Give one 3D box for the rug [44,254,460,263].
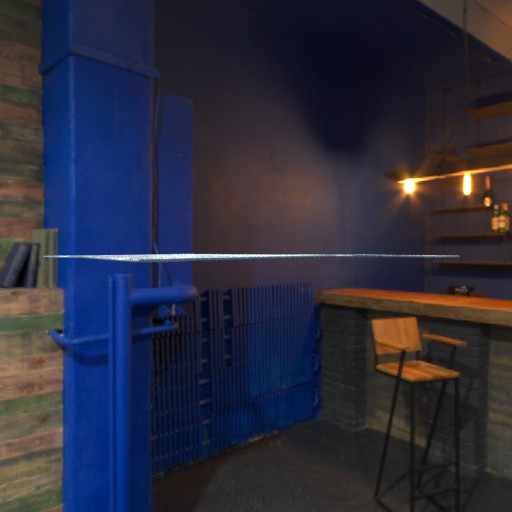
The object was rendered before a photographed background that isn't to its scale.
[{"bbox_3d":[0.000,0.000,3.028,2.349,0.030,1.624,0,1,-37],"label":"rug"}]
